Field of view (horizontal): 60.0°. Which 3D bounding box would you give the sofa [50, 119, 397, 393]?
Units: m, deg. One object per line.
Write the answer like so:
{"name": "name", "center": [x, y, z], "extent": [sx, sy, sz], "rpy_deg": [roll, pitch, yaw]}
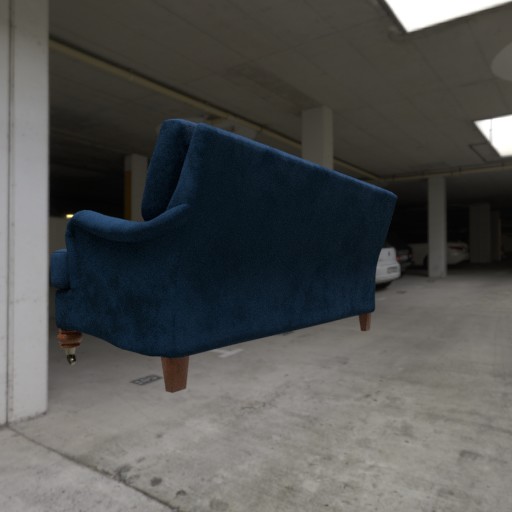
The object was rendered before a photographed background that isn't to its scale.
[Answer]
{"name": "sofa", "center": [0.000, 0.000, 2.737], "extent": [1.084, 1.101, 2.141], "rpy_deg": [-1, -1, 36]}
